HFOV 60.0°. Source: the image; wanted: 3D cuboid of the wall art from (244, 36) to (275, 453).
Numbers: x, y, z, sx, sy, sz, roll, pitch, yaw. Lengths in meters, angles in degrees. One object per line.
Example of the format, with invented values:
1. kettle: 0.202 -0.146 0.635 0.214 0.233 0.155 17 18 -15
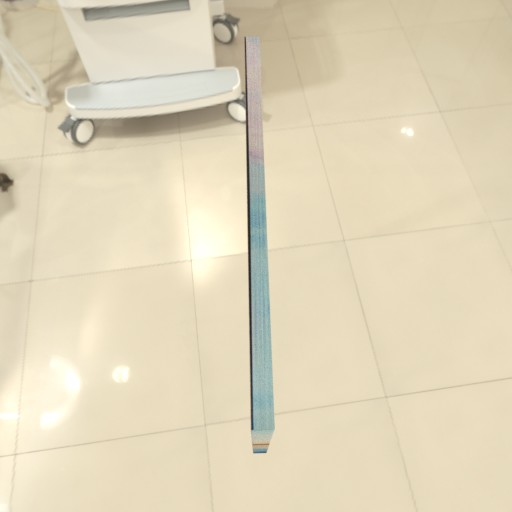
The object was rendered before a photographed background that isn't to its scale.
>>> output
1. wall art: 0.000 0.000 1.158 0.037 0.605 0.911 -1 63 -1
